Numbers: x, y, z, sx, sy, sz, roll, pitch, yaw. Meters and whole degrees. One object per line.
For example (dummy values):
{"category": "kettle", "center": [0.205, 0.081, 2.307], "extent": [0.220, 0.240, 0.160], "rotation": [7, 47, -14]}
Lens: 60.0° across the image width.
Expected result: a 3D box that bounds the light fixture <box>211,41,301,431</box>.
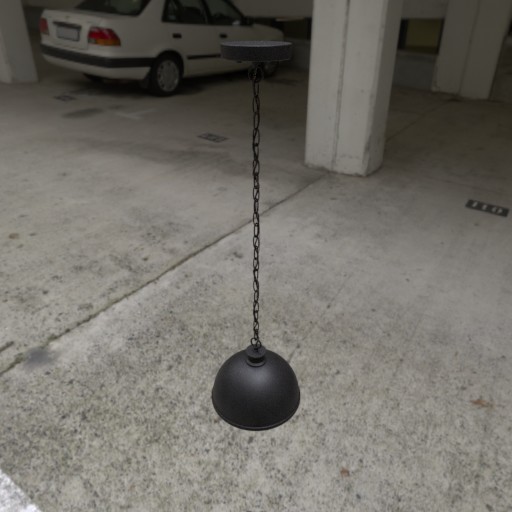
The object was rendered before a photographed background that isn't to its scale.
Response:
{"category": "light fixture", "center": [0.000, 0.000, 1.257], "extent": [0.304, 1.090, 0.304], "rotation": [18, 34, 29]}
